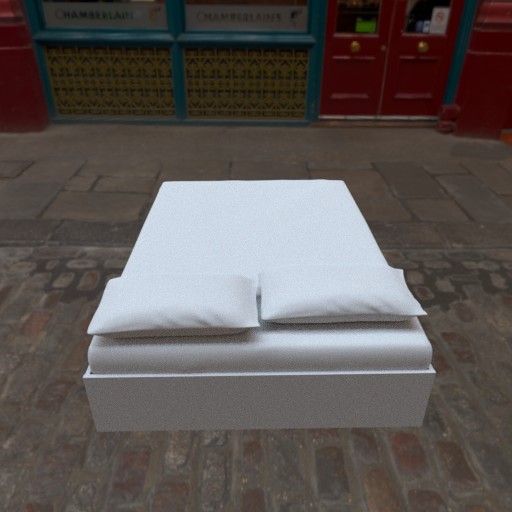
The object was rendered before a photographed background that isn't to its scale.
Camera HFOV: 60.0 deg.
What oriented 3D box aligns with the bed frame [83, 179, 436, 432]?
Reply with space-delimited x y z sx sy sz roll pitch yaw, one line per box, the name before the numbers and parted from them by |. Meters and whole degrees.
bed frame | 0.000 0.000 2.627 1.450 0.629 1.950 -1 30 -1
